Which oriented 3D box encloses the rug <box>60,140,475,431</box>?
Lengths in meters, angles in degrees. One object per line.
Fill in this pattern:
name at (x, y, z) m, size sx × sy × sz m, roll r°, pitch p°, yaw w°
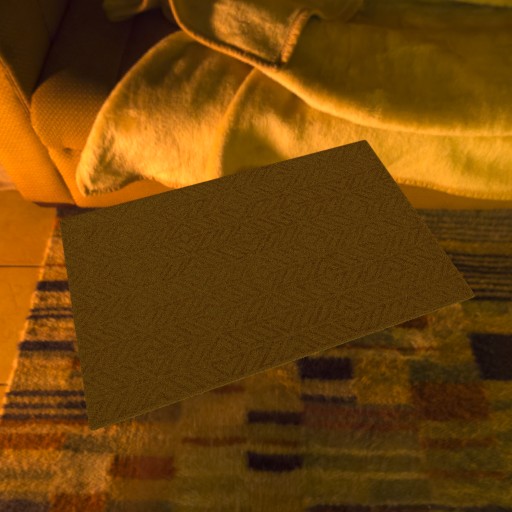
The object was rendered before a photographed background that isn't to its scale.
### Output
rug at (0.000, 0.000, 2.995) m, size 2.438 × 0.008 × 1.523 m, roll -17°, pitch 59°, yaw -10°
